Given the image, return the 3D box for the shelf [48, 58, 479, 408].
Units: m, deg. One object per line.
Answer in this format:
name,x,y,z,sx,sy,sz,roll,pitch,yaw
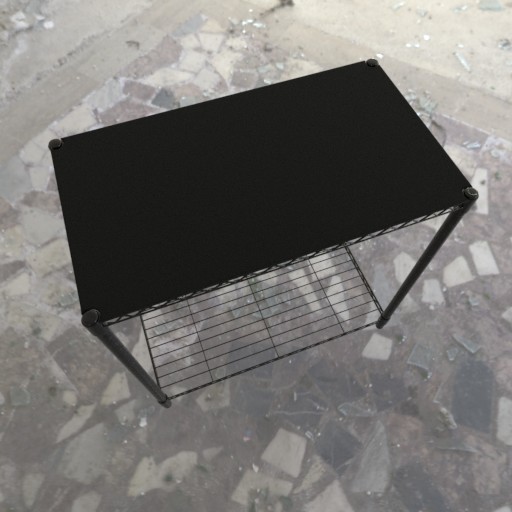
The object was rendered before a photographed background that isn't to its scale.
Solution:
shelf,0.000,0.000,0.925,0.589,0.564,0.338,-18,62,-10
